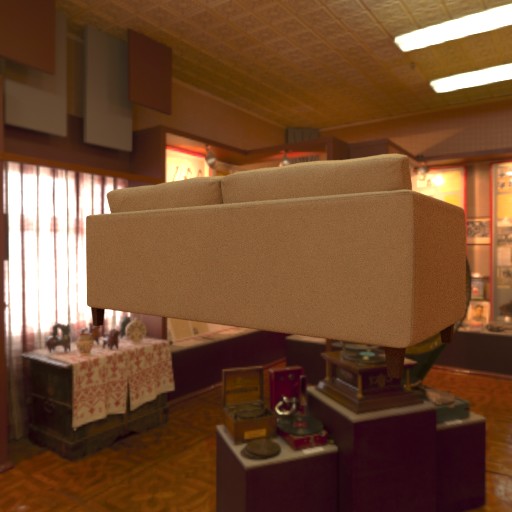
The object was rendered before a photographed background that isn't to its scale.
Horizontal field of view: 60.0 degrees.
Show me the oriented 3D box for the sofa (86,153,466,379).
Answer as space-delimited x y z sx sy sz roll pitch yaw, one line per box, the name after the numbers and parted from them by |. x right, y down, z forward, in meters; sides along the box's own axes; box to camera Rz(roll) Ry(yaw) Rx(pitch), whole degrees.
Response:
0.000 0.000 2.674 2.181 0.932 0.948 1 1 37 | sofa
